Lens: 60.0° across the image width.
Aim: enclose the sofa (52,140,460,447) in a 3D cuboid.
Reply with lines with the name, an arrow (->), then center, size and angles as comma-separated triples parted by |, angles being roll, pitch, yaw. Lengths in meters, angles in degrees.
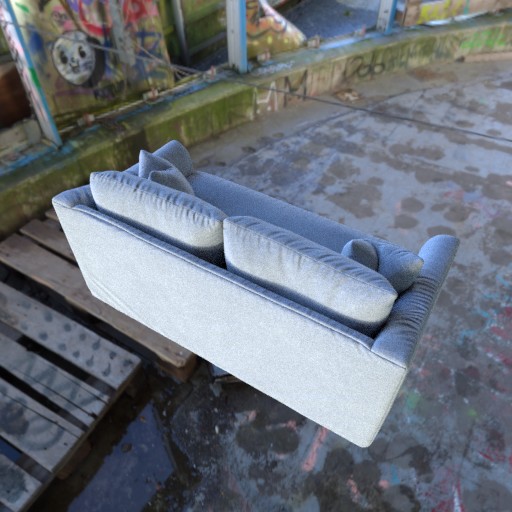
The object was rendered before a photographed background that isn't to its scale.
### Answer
sofa -> 0.000, 0.000, 2.612 | 2.010, 1.018, 1.072 | 24, 50, 21
